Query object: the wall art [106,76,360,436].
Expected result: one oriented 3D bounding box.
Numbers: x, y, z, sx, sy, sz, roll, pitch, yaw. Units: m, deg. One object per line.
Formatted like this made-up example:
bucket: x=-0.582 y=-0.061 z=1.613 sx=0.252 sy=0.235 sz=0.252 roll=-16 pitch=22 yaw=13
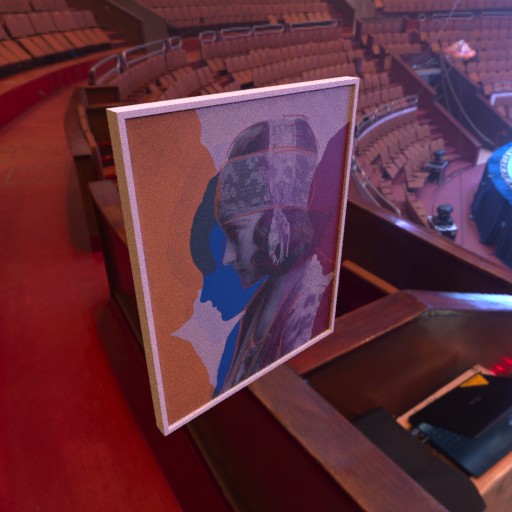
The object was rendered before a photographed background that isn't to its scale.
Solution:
wall art: x=0.000 y=0.000 z=0.776 sx=0.443 sy=0.549 sz=0.030 roll=-23 pitch=36 yaw=-34
